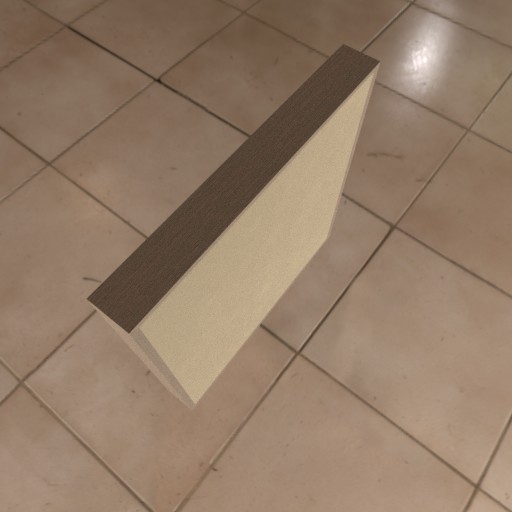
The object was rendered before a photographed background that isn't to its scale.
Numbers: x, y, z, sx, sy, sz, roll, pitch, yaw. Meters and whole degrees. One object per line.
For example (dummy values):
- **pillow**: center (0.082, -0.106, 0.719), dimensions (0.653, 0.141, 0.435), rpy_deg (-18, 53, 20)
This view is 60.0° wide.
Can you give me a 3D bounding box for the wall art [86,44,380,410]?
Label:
- **wall art**: center (0.000, 0.000, 0.465), dimensions (0.038, 0.303, 0.304), rpy_deg (34, 67, 16)
